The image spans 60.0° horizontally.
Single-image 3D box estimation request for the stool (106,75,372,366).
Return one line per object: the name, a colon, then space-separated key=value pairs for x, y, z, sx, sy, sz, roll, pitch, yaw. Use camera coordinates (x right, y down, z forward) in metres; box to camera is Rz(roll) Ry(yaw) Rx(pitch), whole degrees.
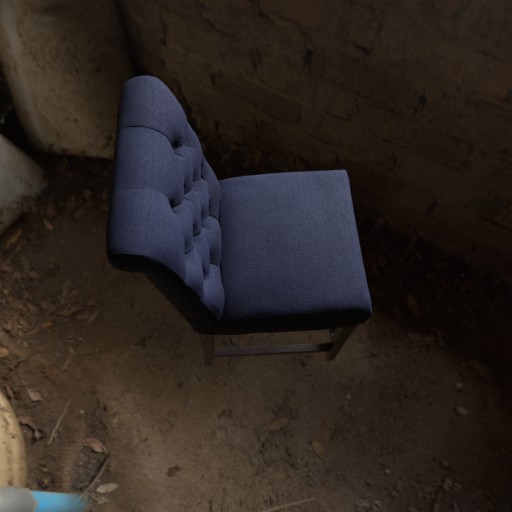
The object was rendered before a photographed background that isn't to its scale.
stool: x=0.000 y=0.000 z=1.351 sx=0.601 sy=1.010 sz=0.493 roll=-3 pitch=65 yaw=-1
